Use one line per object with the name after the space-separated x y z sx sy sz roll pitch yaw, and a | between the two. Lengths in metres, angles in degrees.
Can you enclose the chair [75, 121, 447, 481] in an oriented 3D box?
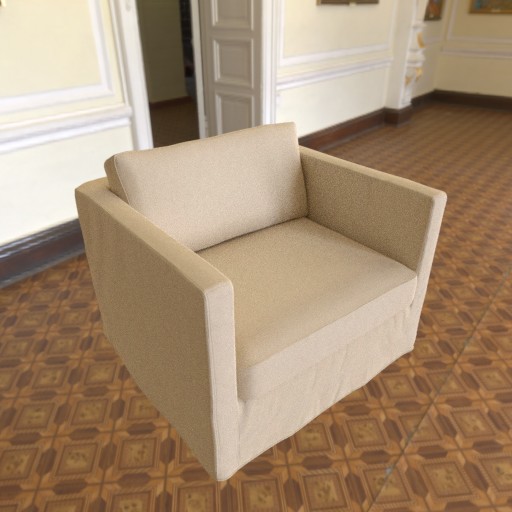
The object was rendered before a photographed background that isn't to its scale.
0.000 0.000 1.739 1.057 0.851 0.947 -21 36 -32 | chair
